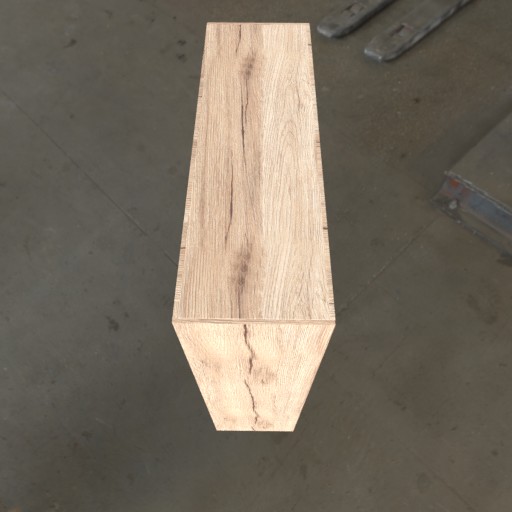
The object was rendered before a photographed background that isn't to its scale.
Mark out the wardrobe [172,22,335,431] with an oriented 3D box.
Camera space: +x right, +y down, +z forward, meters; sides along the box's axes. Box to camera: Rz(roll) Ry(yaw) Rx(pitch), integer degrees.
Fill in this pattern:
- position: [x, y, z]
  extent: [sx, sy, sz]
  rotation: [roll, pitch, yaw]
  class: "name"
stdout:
- position: [0.000, 0.000, 2.904]
  extent: [0.580, 2.070, 1.810]
  rotation: [1, 59, 0]
  class: "wardrobe"
